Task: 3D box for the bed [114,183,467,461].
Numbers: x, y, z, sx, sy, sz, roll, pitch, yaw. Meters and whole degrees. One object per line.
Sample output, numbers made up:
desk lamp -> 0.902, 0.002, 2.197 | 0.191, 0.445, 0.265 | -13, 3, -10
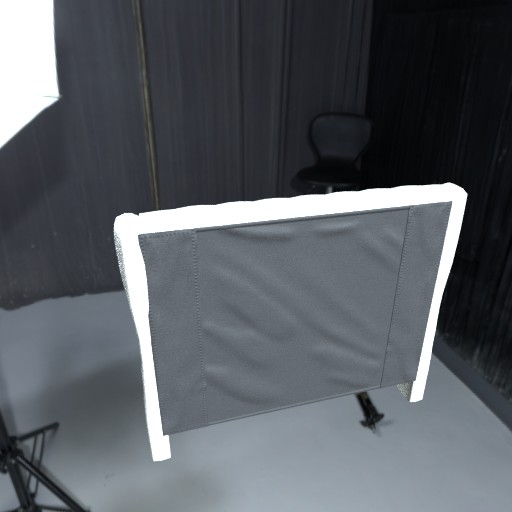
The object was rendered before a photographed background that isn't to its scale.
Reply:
bed -> 0.000, 0.000, 3.929 | 2.219, 1.771, 2.347 | -7, 27, -14
